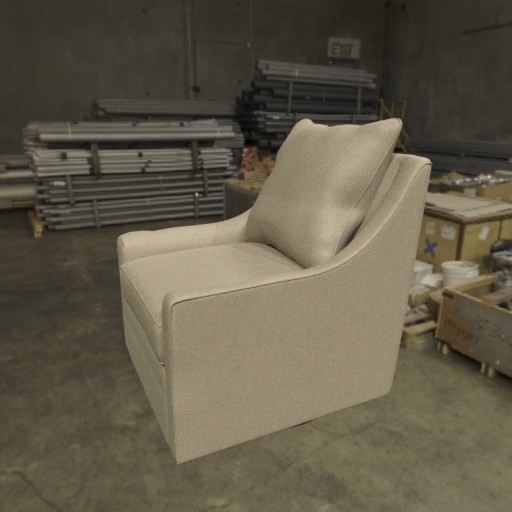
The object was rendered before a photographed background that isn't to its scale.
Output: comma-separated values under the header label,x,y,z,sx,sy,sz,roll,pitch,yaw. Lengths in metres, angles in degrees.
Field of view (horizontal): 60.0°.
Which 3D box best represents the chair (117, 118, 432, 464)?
label,x,y,z,sx,sy,sz,roll,pitch,yaw
chair,0.000,0.000,1.587,0.876,0.942,0.760,-8,19,-25
